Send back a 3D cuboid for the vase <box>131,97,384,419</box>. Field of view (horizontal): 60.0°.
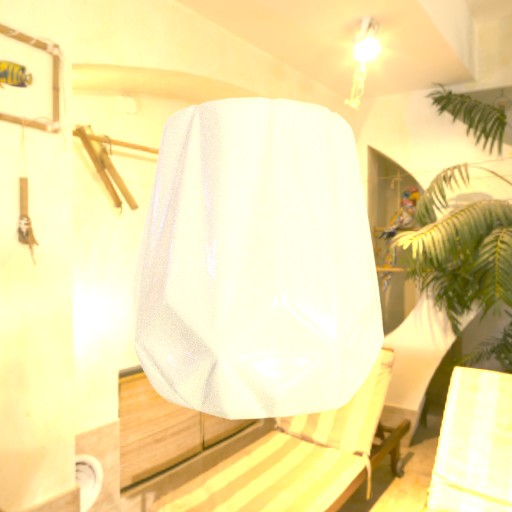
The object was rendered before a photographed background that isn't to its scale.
[{"bbox_3d":[0.000,0.000,0.258,0.141,0.152,0.141,0,1,0],"label":"vase"}]
